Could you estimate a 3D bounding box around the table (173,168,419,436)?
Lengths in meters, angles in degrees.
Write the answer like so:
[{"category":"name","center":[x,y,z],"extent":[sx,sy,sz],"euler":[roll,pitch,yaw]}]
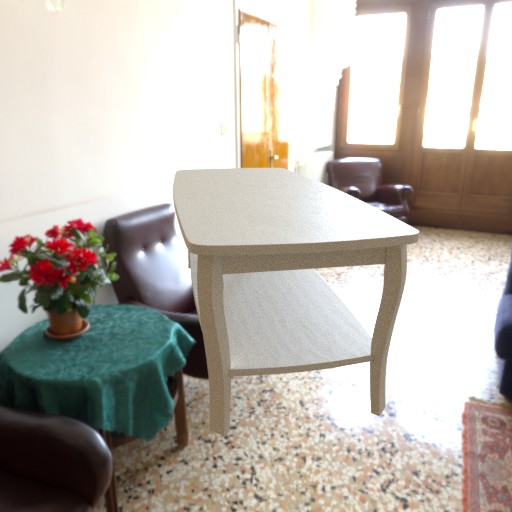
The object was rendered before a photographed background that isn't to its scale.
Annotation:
[{"category":"table","center":[0.000,0.000,1.593],"extent":[0.561,0.474,1.334],"euler":[-3,18,-10]}]
